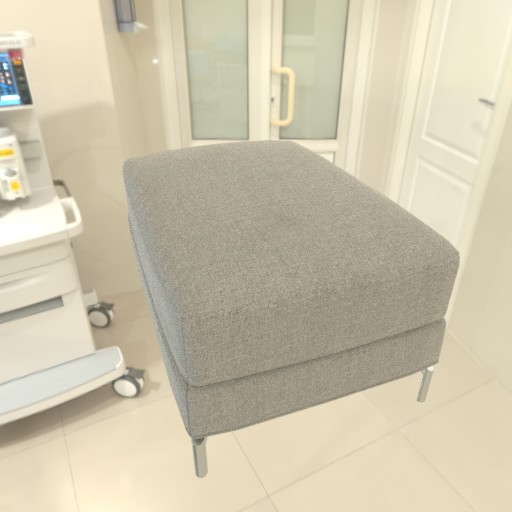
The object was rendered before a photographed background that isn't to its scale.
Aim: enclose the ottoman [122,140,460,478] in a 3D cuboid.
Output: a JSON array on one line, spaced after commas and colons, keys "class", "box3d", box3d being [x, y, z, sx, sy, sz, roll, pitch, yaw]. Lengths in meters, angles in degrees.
[{"class": "ottoman", "box3d": [0.000, 0.000, 1.166, 0.584, 0.457, 0.838, -11, 32, -18]}]
